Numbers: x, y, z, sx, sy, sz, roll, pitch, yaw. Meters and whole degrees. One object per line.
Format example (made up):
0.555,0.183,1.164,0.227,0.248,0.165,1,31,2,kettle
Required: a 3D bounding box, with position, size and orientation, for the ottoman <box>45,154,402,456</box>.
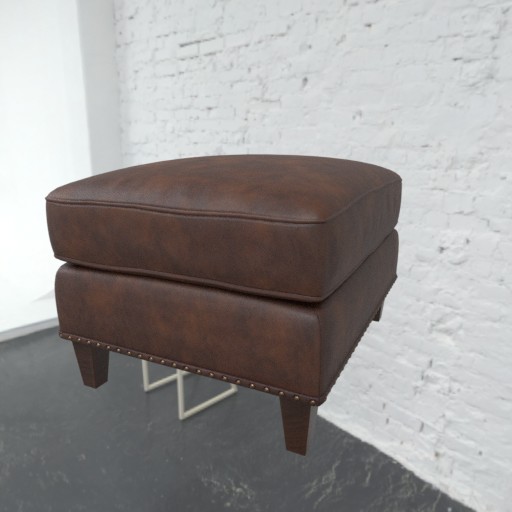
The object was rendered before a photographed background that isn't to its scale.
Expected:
0.000,0.000,1.091,0.586,0.486,0.742,7,17,25,ottoman
